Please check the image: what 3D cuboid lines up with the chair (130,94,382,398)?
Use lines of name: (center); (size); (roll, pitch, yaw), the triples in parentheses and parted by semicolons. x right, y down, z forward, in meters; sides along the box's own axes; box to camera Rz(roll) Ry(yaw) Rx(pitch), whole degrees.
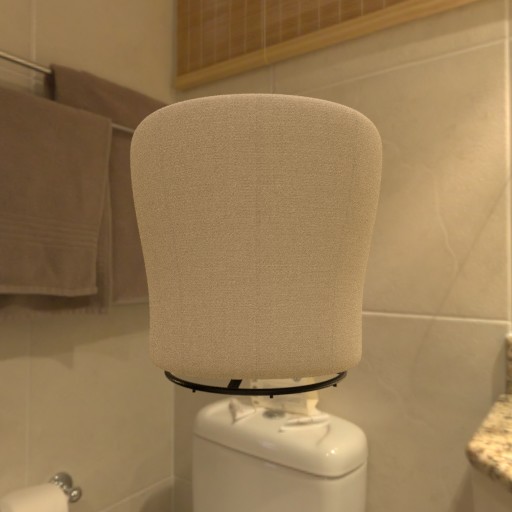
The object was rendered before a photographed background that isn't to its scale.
chair: (0.000, 0.000, 1.442); (0.791, 0.771, 0.815); (0, -1, -1)
